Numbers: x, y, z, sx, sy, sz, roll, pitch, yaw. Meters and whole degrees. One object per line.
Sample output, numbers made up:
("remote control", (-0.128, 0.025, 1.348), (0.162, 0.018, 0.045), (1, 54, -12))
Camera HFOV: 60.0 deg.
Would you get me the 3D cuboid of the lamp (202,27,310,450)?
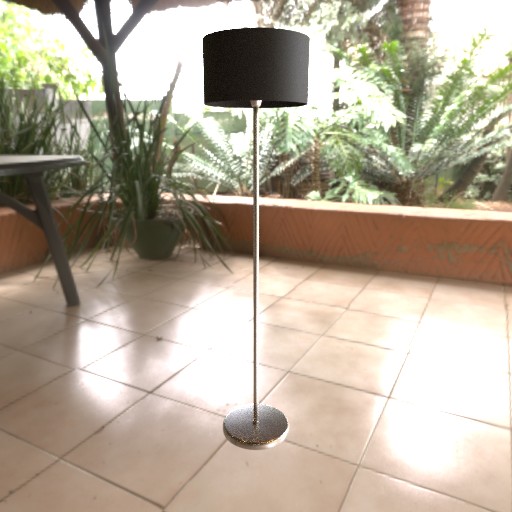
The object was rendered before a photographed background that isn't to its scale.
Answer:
("lamp", (0.000, 0.000, 1.618), (0.348, 1.443, 0.348), (7, 16, 26))
